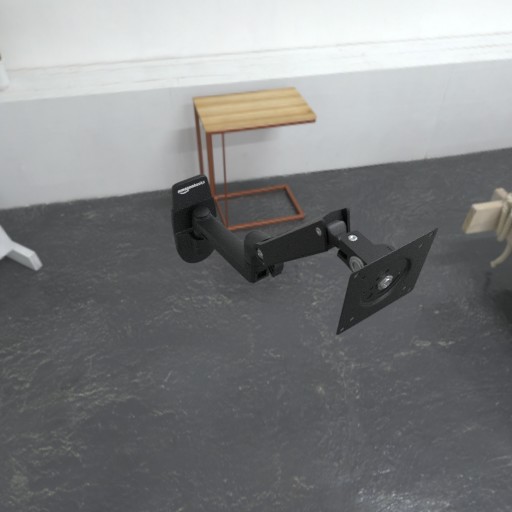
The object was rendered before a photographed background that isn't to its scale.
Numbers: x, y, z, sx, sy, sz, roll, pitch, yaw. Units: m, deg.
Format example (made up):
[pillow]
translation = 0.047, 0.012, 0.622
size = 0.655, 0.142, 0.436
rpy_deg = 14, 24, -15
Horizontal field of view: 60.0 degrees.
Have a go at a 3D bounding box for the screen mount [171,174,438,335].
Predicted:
[screen mount]
translation = 0.000, 0.000, 0.731
size = 0.115, 0.466, 0.495
rpy_deg = -25, 52, -22
